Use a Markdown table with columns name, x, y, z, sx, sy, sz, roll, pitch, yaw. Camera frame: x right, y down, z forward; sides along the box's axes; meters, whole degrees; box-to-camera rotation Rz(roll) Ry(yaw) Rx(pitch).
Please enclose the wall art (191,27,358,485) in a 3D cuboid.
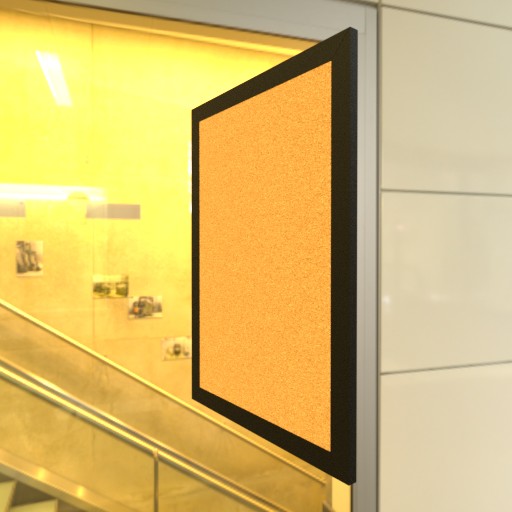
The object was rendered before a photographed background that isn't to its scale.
| name | x | y | z | sx | sy | sz | roll | pitch | yaw |
| --- | --- | --- | --- | --- | --- | --- | --- | --- | --- |
| wall art | 0.000 | 0.000 | 0.576 | 0.011 | 0.459 | 0.326 | -1 | 1 | -37 |
